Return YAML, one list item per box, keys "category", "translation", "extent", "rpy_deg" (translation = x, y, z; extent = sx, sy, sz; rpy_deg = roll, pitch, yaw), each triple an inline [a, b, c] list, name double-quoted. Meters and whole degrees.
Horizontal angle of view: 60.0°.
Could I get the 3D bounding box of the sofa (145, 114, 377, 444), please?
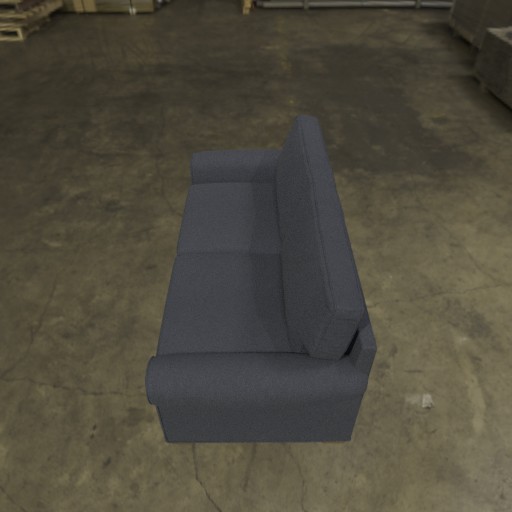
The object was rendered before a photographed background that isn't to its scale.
- category: "sofa"
  translation: [0.000, 0.000, 2.599]
  extent: [0.951, 1.031, 2.009]
  rpy_deg: [0, 42, 0]
